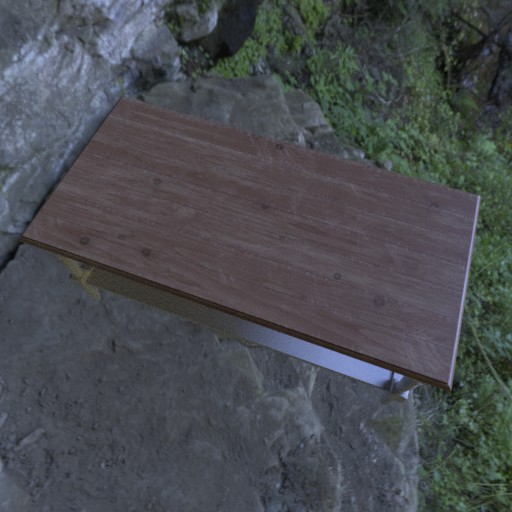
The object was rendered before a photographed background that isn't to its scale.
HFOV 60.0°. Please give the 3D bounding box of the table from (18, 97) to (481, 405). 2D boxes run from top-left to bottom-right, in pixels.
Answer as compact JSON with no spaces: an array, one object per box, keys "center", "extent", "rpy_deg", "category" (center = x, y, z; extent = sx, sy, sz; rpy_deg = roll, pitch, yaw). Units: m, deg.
[{"center":[0.000,0.000,1.379],"extent":[1.118,0.458,0.559],"rpy_deg":[18,63,9],"category":"table"}]
